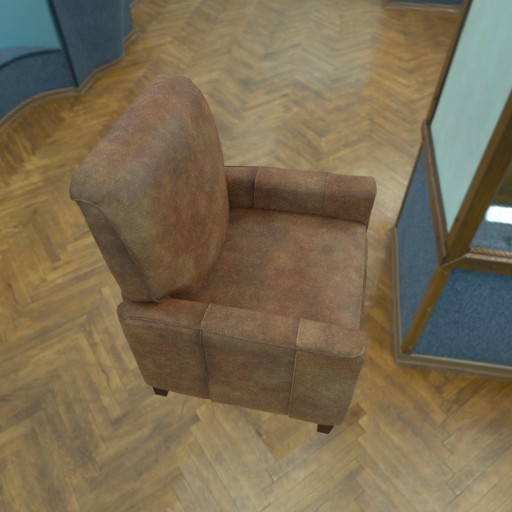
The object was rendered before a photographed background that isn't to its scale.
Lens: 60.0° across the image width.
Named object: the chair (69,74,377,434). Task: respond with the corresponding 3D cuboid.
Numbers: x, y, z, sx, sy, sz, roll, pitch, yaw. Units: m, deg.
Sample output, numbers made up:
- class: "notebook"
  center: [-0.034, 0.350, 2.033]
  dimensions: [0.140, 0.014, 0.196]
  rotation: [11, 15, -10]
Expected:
- class: "chair"
  center: [0.000, 0.000, 1.614]
  dimensions: [0.836, 1.043, 0.843]
  rotation: [9, 48, 9]
